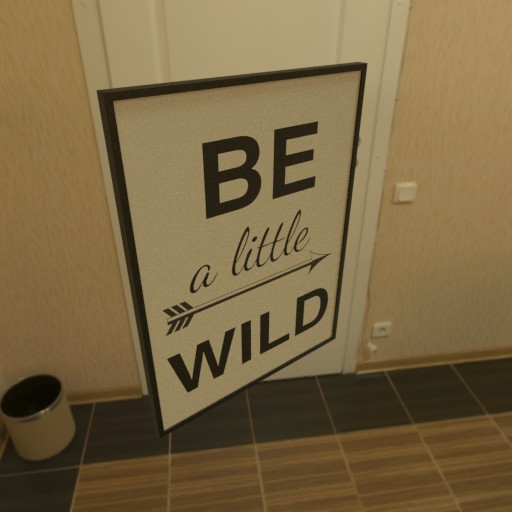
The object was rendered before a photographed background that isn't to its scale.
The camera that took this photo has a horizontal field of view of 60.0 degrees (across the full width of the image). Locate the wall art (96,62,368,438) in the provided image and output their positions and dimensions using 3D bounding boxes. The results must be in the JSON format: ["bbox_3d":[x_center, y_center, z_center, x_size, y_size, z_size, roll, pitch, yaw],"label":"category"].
[{"bbox_3d":[0.000,0.000,1.387,0.806,1.062,0.038,-21,36,-32],"label":"wall art"}]
